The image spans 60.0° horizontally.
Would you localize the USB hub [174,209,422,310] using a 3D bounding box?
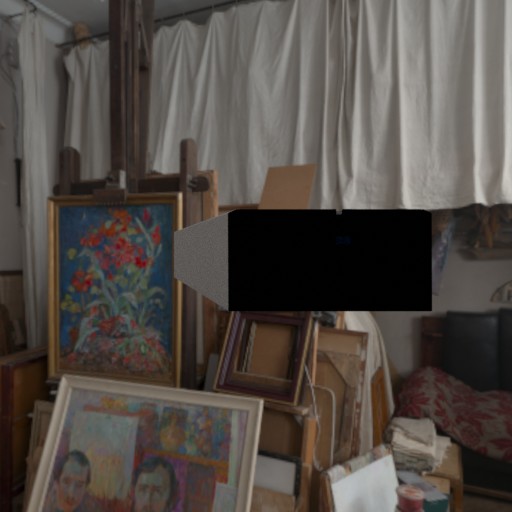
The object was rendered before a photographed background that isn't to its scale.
[{"bbox_3d":[0.000,0.000,0.158,0.044,0.023,0.145,0,1,-16],"label":"USB hub"}]
